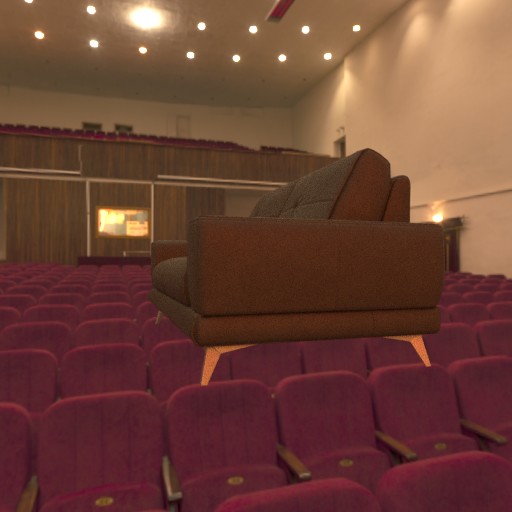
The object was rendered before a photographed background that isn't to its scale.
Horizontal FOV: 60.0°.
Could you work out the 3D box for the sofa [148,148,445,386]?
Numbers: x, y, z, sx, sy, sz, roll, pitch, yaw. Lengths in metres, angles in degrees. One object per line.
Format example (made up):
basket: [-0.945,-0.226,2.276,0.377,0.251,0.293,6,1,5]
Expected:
sofa: [0.000,0.000,2.410,1.018,0.907,1.806,0,-1,-18]
